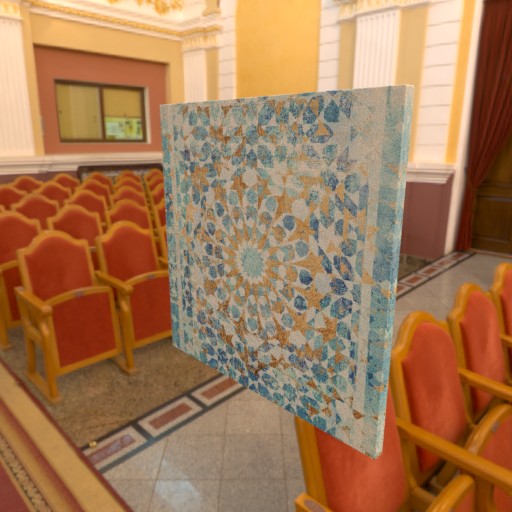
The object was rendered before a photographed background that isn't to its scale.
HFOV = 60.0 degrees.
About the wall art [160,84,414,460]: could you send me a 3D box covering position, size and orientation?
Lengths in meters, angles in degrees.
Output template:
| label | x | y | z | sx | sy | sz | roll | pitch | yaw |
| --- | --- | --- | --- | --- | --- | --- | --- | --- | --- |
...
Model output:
| label | x | y | z | sx | sy | sz | roll | pitch | yaw |
| --- | --- | --- | --- | --- | --- | --- | --- | --- | --- |
| wall art | 0.000 | 0.000 | 1.357 | 0.040 | 0.916 | 0.916 | -15 | 21 | -43 |
